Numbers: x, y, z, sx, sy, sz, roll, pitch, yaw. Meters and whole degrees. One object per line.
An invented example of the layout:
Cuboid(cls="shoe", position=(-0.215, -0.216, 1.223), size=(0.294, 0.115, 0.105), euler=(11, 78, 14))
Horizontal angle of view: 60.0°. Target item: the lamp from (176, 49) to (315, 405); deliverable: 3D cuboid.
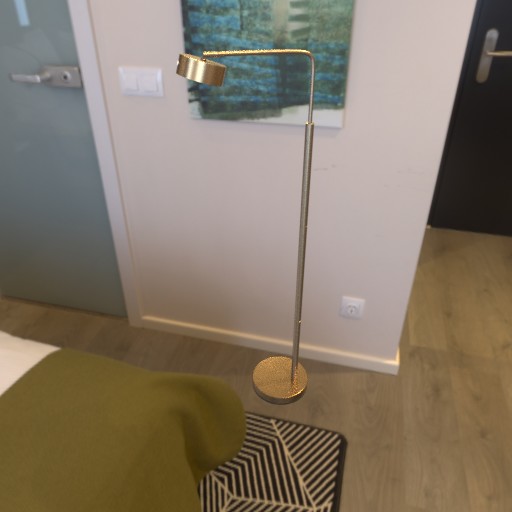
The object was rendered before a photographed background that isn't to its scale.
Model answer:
Cuboid(cls="lamp", position=(0.000, 0.000, 1.443), size=(0.418, 1.230, 0.219), euler=(-8, 32, -13))
